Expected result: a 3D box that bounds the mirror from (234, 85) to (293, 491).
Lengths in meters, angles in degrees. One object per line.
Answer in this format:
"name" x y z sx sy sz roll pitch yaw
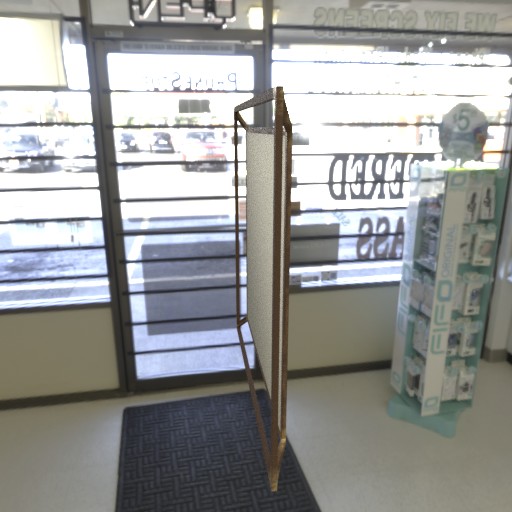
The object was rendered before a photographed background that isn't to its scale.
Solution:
"mirror" 0.000 0.000 0.918 0.032 0.610 0.610 -2 16 -7
